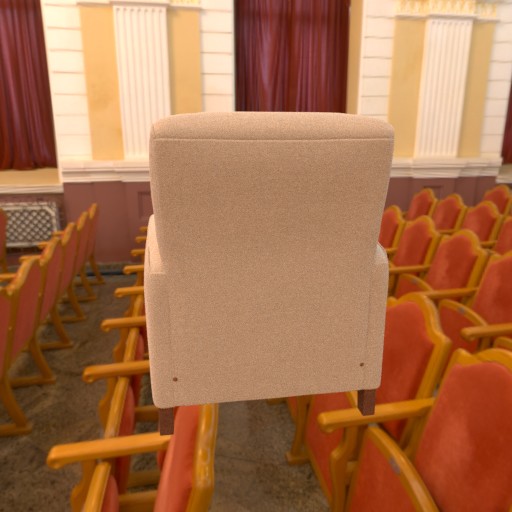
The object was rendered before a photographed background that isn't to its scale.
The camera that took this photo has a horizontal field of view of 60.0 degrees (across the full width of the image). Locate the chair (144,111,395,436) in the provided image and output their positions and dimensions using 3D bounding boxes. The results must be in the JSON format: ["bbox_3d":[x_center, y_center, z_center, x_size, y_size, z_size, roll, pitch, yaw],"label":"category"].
[{"bbox_3d":[0.000,0.000,1.713,0.841,1.023,0.858,-2,15,-9],"label":"chair"}]
